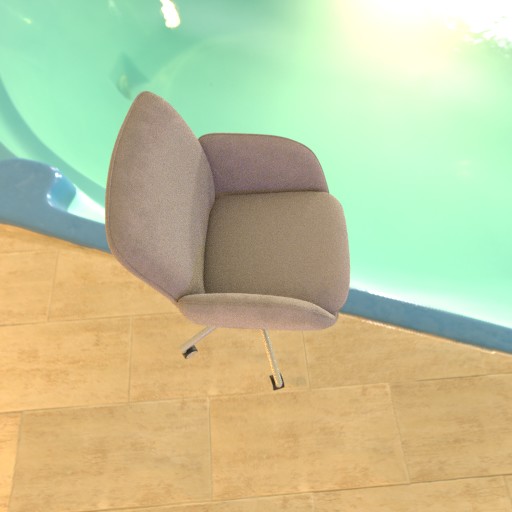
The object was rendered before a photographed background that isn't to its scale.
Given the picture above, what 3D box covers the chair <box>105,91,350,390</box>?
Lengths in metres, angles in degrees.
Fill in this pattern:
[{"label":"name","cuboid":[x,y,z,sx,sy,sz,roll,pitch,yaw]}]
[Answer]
[{"label":"chair","cuboid":[0.000,0.000,1.405,0.654,0.959,0.648,1,62,1]}]
